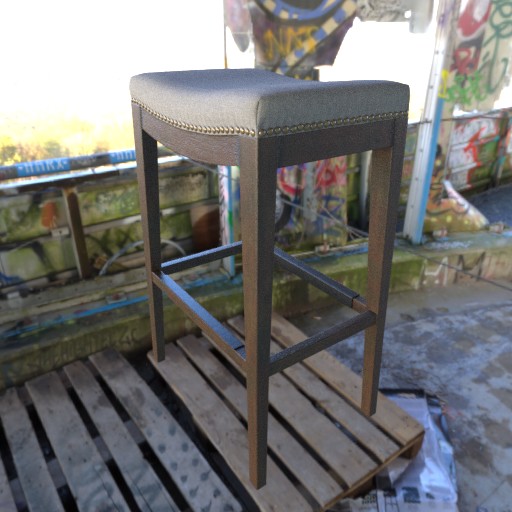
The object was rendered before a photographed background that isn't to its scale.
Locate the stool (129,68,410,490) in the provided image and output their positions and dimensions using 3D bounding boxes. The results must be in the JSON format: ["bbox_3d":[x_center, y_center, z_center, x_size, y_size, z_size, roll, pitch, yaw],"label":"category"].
[{"bbox_3d":[0.000,0.000,1.005,0.356,0.762,0.508,-17,31,-31],"label":"stool"}]
